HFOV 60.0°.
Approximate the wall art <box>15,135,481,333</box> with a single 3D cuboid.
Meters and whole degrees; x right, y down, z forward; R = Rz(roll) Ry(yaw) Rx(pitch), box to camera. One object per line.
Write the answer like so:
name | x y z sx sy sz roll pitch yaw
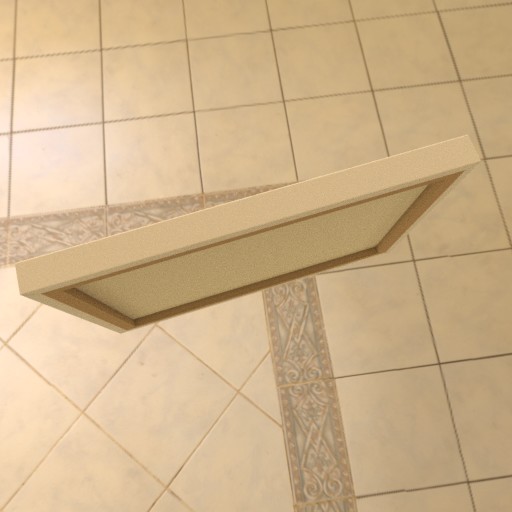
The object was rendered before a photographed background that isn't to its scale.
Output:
wall art | 0.000 0.000 0.763 0.608 0.414 0.042 -16 74 -5
